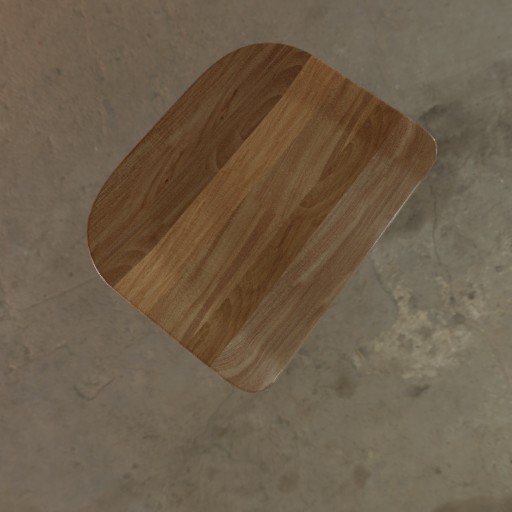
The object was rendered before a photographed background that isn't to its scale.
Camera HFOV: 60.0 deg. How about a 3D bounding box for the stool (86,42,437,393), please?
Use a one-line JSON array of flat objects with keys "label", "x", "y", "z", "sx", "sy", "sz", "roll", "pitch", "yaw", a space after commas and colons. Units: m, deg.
[{"label": "stool", "x": 0.000, "y": 0.000, "z": 0.895, "sx": 0.322, "sy": 0.698, "sz": 0.407, "roll": 37, "pitch": 79, "yaw": 8}]
